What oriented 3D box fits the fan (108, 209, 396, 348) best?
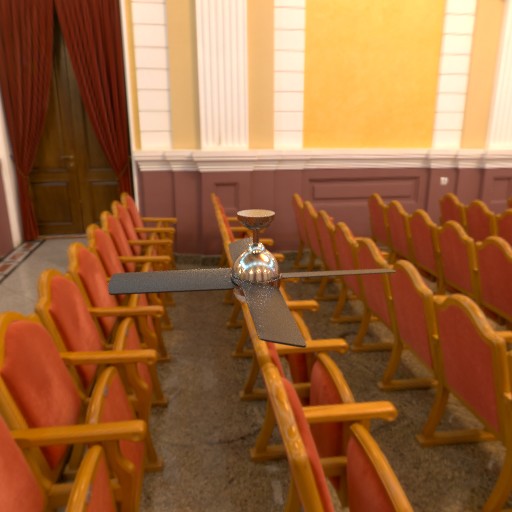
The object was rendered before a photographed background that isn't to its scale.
[{"bbox_3d":[0.000,0.000,2.050,1.332,0.403,1.332,-2,17,-8],"label":"fan"}]
